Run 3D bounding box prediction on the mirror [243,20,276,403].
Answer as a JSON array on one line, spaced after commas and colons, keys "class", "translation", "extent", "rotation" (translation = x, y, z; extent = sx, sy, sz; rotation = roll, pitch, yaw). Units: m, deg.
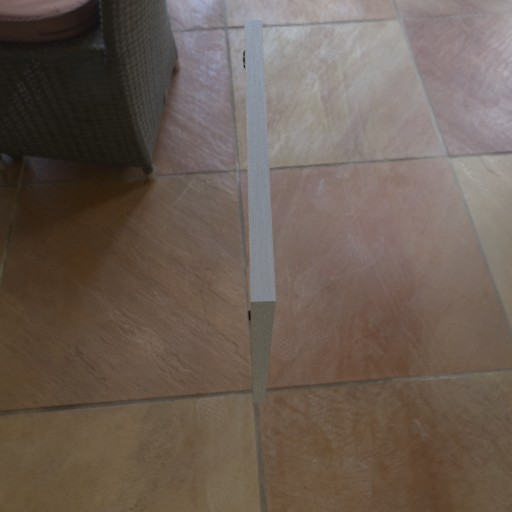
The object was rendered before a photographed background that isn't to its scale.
[{"class": "mirror", "translation": [0.000, 0.000, 1.168], "extent": [0.040, 0.915, 0.609], "rotation": [-1, 63, -1]}]
